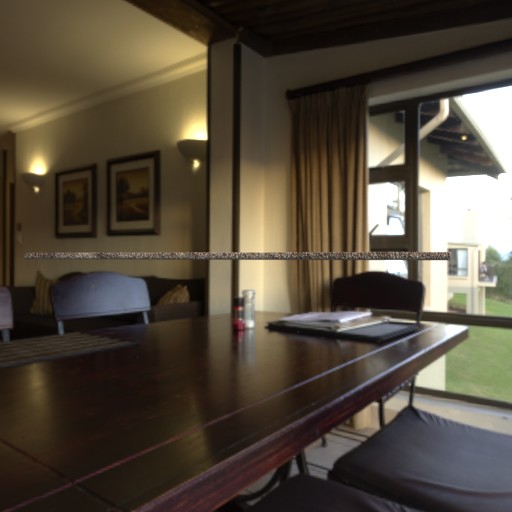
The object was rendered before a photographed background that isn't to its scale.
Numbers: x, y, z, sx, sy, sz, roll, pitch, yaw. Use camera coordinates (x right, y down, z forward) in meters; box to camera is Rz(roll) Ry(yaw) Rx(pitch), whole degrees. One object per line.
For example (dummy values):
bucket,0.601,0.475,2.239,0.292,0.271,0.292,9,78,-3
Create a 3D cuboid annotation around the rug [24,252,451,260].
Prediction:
rug,0.000,0.000,2.126,1.601,0.025,1.198,0,0,18
